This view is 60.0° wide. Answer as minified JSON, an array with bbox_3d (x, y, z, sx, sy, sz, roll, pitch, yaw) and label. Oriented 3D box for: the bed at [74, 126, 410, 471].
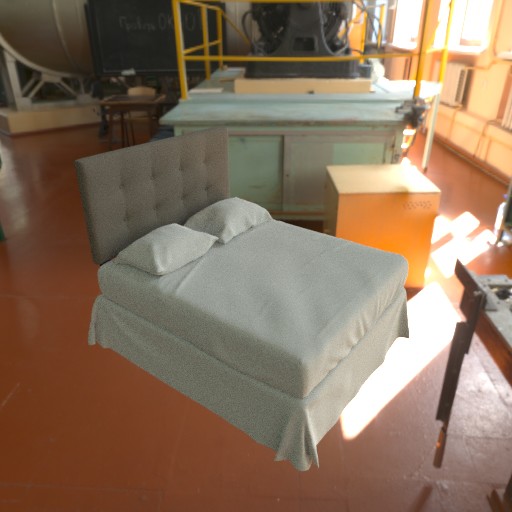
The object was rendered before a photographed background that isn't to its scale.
[{"bbox_3d":[0.000,0.000,3.547,2.222,1.577,1.936,19,33,32],"label":"bed"}]
